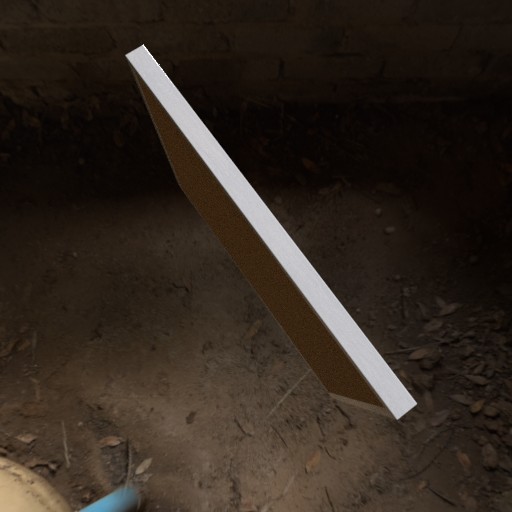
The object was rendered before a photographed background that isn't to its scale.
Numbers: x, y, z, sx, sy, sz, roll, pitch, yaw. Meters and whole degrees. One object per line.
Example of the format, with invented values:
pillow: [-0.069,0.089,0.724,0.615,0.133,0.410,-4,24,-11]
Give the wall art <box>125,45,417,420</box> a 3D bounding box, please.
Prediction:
wall art: [0.000,0.000,1.372,0.053,0.787,1.041,-35,78,-8]
